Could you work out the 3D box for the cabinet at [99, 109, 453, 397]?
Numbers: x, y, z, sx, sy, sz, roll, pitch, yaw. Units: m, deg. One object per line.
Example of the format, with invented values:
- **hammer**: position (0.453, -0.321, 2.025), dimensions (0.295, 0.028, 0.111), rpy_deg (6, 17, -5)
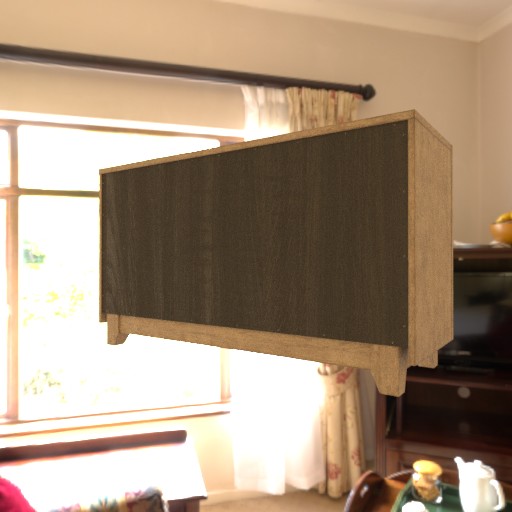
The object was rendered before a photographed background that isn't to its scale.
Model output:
- **cabinet**: position (0.000, 0.000, 1.881), dimensions (1.460, 0.825, 0.511), rpy_deg (0, 0, 35)
